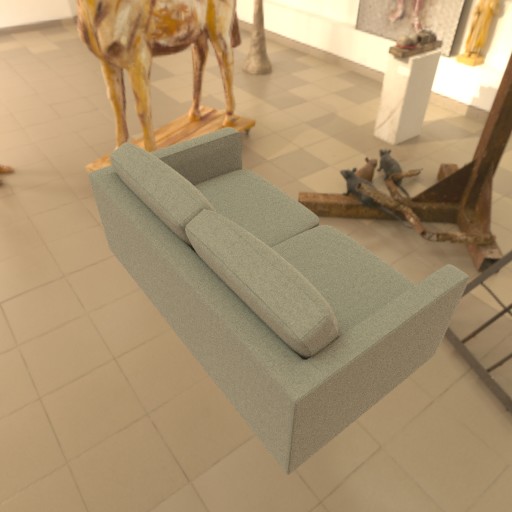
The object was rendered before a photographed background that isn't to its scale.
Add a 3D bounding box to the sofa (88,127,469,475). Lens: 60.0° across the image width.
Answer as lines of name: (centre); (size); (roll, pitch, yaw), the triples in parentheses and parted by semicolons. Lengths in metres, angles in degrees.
sofa: (0.000, 0.000, 2.298); (1.000, 0.900, 1.731); (-27, 48, -27)
